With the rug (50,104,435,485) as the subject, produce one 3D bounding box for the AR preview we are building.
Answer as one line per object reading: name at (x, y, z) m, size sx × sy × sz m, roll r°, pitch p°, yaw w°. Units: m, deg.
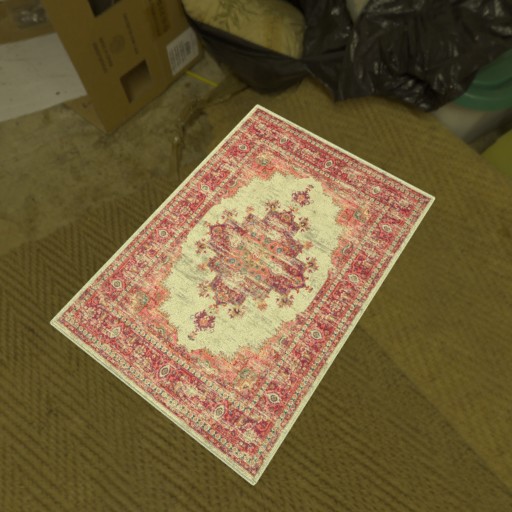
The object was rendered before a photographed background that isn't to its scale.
rug at (0.000, 0.000, 2.307) m, size 1.217 × 0.011 × 1.747 m, roll 32°, pitch 68°, yaw 15°
